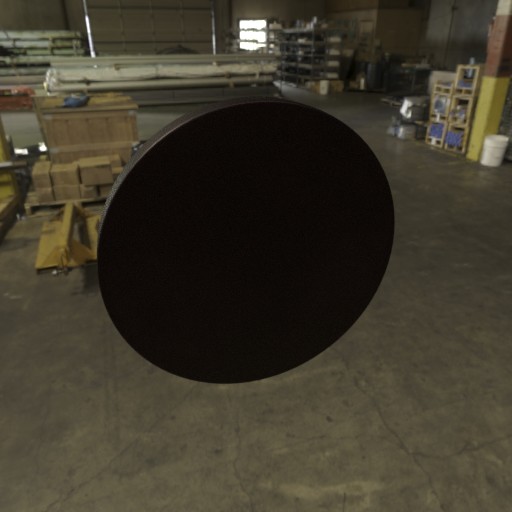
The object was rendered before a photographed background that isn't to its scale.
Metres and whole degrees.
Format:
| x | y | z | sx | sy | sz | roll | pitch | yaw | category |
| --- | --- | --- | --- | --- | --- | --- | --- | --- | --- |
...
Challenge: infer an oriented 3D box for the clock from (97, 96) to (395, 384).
| x | y | z | sx | sy | sz | roll | pitch | yaw | category |
| --- | --- | --- | --- | --- | --- | --- | --- | --- | --- |
| 0.000 | 0.000 | 0.464 | 0.314 | 0.314 | 0.029 | -8 | 28 | -16 | clock |
